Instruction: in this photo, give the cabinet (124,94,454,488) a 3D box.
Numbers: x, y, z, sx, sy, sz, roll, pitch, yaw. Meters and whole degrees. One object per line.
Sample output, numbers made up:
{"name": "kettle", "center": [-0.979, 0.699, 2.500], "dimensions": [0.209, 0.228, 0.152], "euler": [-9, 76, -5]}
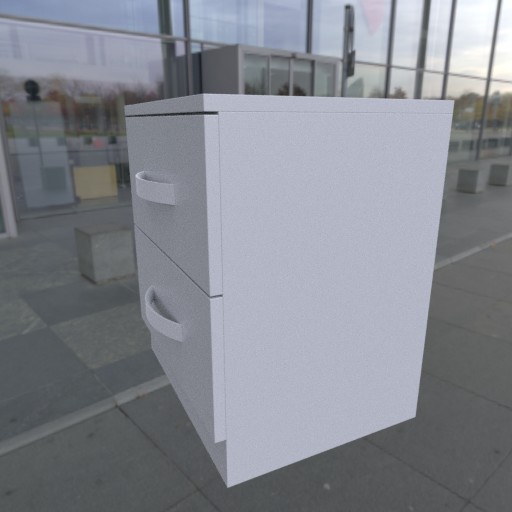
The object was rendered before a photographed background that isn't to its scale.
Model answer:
{"name": "cabinet", "center": [0.000, 0.000, 0.722], "dimensions": [0.360, 0.470, 0.400], "euler": [-8, 19, -25]}
